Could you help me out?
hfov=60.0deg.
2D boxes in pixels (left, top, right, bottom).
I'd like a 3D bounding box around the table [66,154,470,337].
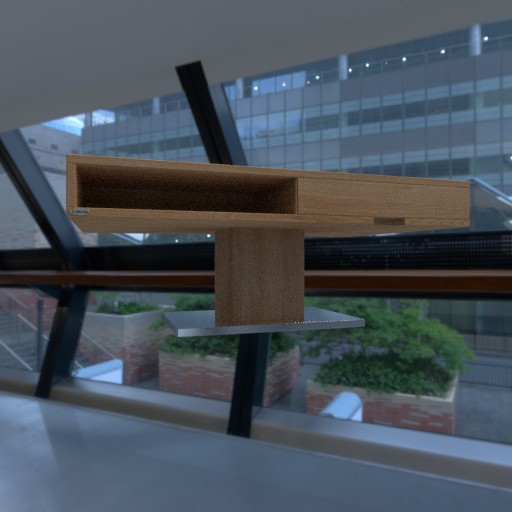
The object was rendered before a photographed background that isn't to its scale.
[{"bbox_3d":[0.000,0.000,1.464,1.100,0.440,0.700,0,0,-18],"label":"table"}]
